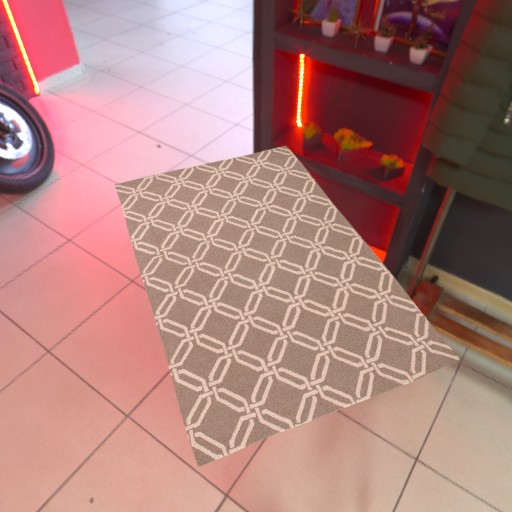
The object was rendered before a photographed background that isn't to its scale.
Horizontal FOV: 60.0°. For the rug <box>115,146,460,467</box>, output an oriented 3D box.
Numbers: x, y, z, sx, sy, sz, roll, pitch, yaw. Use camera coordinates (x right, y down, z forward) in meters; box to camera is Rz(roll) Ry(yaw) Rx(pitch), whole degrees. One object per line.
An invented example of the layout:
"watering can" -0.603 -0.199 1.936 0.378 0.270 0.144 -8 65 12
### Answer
"rug" 0.000 0.000 2.245 1.142 0.010 1.748 -16 48 -15
